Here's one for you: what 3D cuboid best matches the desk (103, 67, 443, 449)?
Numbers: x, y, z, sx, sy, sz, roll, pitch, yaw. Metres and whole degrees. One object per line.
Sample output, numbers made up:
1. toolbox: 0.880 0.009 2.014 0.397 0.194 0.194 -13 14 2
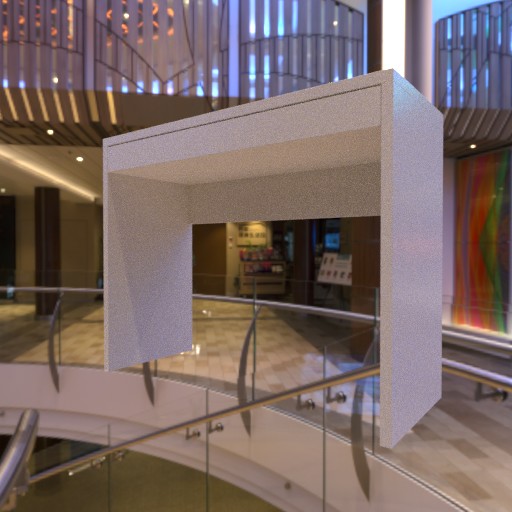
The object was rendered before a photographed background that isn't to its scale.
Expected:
1. desk: 0.000 0.000 1.376 1.000 0.790 0.400 1 1 37
